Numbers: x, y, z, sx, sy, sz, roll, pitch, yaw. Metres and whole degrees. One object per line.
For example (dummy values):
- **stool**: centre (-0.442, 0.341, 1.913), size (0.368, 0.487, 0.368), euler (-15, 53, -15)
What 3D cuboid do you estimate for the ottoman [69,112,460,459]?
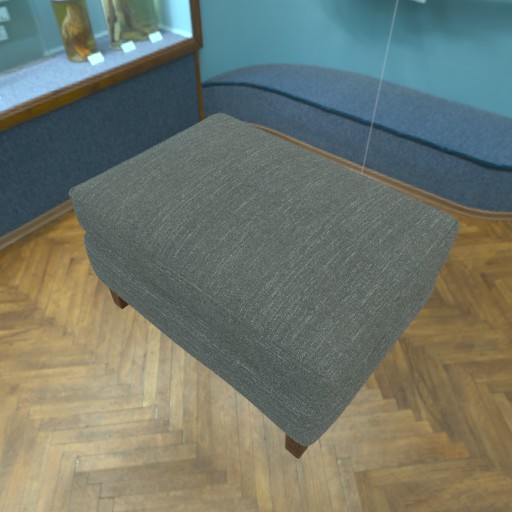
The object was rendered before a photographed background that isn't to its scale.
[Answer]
- **ottoman**: centre (0.000, 0.000, 0.997), size (0.686, 0.406, 0.508), euler (32, 54, 27)
